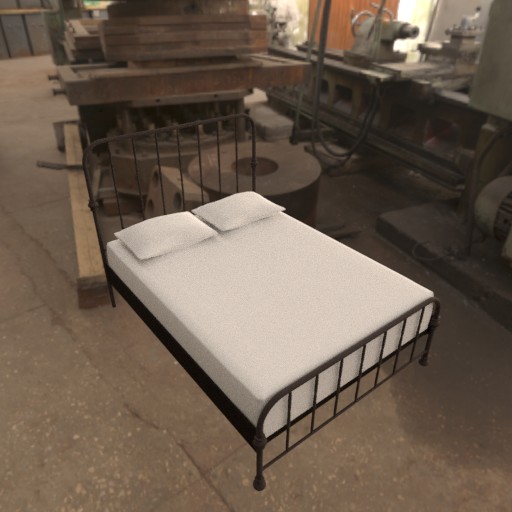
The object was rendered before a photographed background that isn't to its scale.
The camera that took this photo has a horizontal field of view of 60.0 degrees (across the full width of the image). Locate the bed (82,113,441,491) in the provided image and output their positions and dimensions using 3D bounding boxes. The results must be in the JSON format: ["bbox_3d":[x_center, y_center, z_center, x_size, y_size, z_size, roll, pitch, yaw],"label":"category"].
[{"bbox_3d":[0.000,0.000,3.199,1.616,1.446,2.134,-22,37,-32],"label":"bed"}]
